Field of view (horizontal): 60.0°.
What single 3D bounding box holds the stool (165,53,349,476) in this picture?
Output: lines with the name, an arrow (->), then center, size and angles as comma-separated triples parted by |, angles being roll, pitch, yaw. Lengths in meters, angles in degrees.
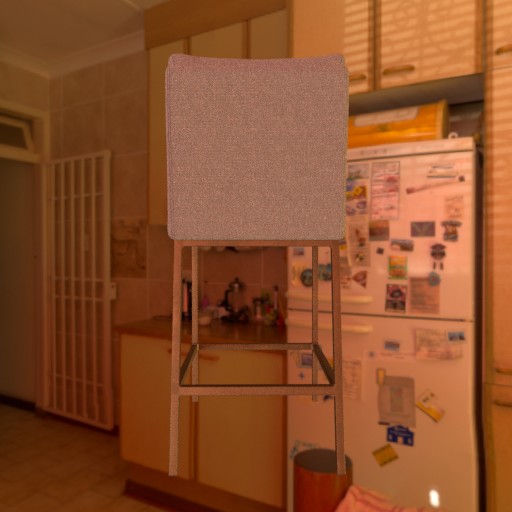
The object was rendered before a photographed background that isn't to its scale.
stool -> 0.000, 0.000, 1.308 | 0.463, 1.031, 0.569 | 0, 1, -1
